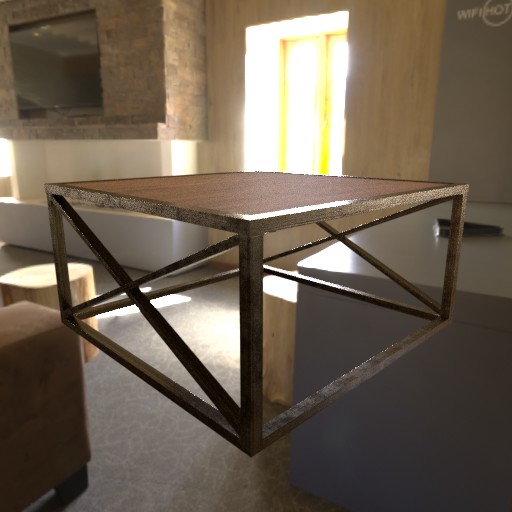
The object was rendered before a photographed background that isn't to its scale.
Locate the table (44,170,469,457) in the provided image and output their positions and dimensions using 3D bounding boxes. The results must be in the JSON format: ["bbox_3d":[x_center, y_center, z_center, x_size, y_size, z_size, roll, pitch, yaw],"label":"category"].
[{"bbox_3d":[0.000,0.000,1.389,0.909,0.451,0.899,-14,20,-43],"label":"table"}]
